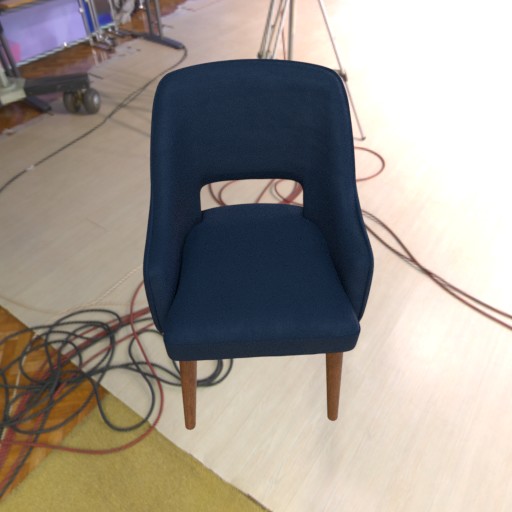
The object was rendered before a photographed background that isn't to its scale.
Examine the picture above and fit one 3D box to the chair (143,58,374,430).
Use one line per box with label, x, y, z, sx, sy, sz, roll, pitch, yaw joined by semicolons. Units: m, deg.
chair;0.000;0.000;1.214;0.559;0.844;0.591;-3;46;-3
